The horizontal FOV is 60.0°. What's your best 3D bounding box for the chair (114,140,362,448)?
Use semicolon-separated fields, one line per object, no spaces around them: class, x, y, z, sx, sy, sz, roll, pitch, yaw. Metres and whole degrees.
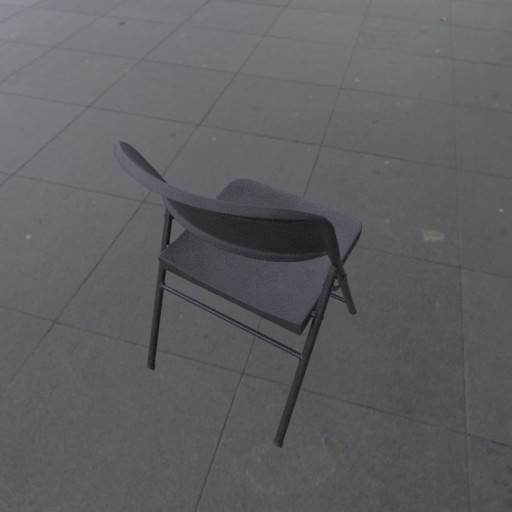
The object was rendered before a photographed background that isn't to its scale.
chair;0.000;0.000;1.188;0.494;0.810;0.567;24;51;21
